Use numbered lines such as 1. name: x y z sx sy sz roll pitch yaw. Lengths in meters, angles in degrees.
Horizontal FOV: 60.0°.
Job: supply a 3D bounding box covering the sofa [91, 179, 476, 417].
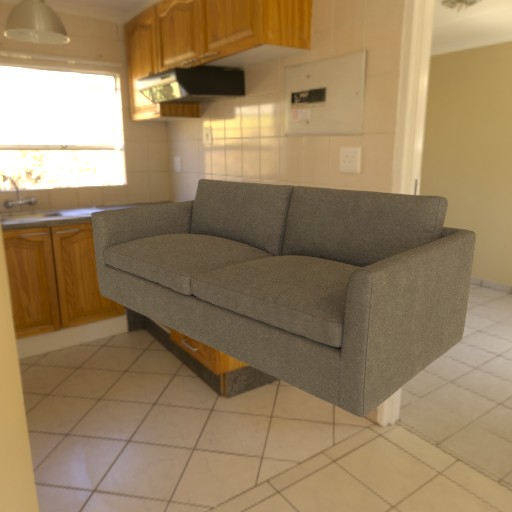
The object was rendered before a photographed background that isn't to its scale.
1. sofa: 0.000 0.000 2.791 2.257 0.838 1.092 13 19 43
